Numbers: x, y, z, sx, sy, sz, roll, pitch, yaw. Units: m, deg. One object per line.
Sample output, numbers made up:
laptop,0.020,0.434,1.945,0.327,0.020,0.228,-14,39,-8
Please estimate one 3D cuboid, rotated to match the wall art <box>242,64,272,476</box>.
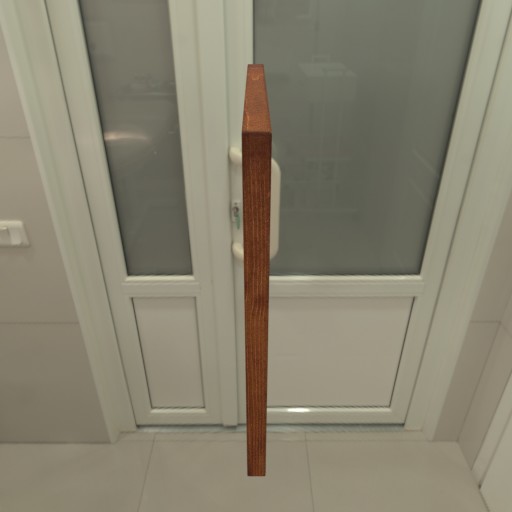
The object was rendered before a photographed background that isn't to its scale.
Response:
wall art,0.000,0.000,0.773,0.030,0.558,0.462,0,31,0
